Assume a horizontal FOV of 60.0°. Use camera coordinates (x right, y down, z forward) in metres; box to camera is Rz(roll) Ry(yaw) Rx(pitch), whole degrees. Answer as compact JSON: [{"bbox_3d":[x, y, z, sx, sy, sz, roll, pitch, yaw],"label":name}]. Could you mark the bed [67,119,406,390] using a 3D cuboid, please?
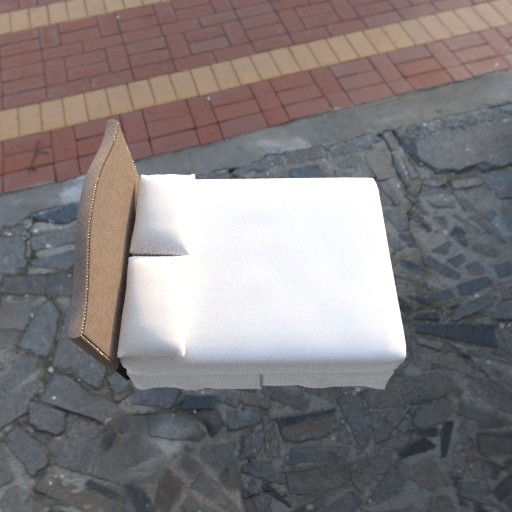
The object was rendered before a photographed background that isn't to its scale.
[{"bbox_3d":[0.000,0.000,3.330,2.153,1.518,1.713,-1,62,0],"label":"bed"}]
